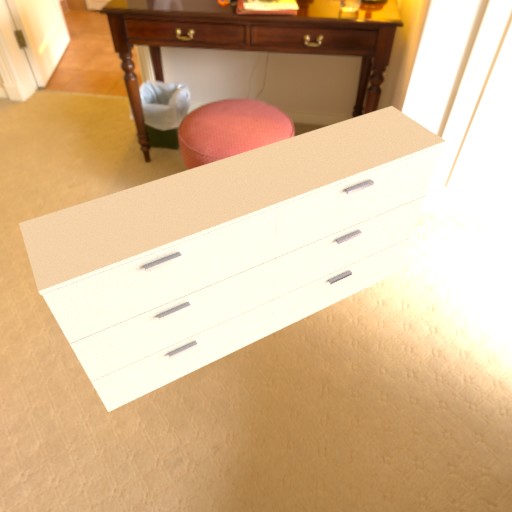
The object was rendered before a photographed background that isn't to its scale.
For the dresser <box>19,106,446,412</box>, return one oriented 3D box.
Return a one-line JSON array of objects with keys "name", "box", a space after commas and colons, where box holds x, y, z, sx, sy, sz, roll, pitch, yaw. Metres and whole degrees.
[{"name": "dresser", "box": [0.000, 0.000, 1.849, 1.535, 0.790, 0.333, -22, 51, -20]}]
